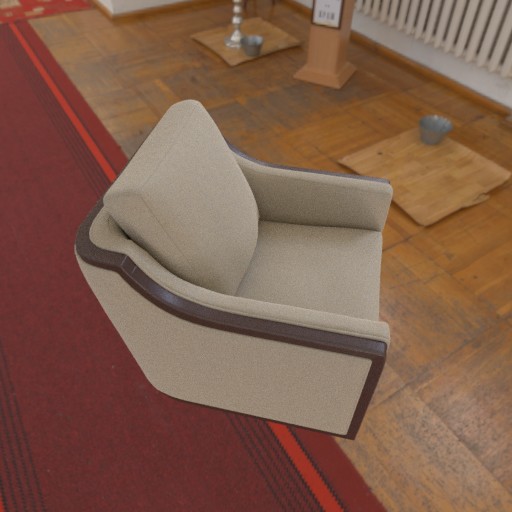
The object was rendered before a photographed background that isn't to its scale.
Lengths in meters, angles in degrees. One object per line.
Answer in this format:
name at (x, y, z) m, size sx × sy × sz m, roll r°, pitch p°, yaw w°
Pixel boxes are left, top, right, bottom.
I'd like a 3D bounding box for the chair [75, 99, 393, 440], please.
chair at (0.000, 0.000, 1.658) m, size 0.950 × 0.930 × 0.870 m, roll 9°, pitch 46°, yaw 9°
